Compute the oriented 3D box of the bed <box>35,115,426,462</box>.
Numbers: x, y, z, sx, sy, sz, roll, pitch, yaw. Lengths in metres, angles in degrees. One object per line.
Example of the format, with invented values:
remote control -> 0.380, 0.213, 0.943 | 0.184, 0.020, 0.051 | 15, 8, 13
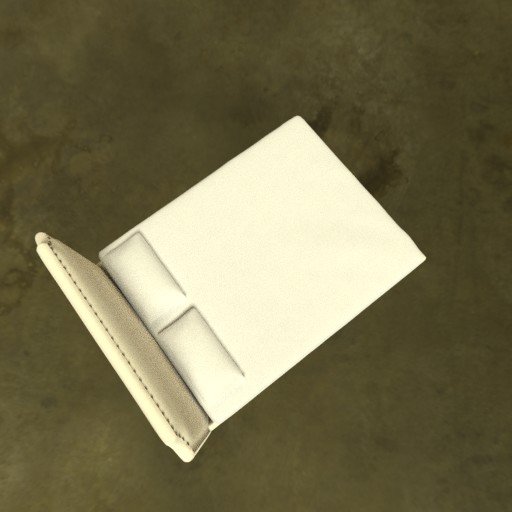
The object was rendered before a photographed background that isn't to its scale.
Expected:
bed -> 0.000, 0.000, 3.456 | 2.372, 1.497, 1.712 | -37, 79, -9
